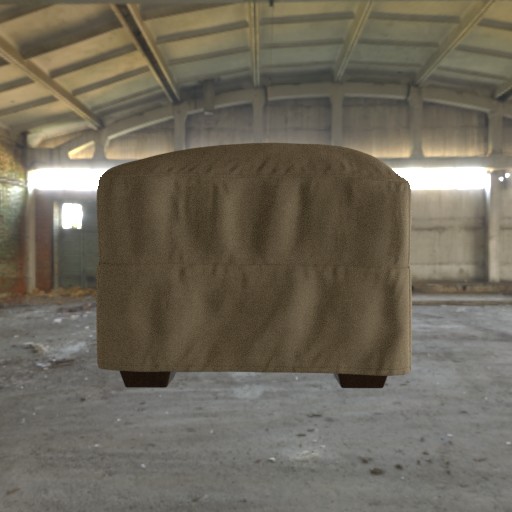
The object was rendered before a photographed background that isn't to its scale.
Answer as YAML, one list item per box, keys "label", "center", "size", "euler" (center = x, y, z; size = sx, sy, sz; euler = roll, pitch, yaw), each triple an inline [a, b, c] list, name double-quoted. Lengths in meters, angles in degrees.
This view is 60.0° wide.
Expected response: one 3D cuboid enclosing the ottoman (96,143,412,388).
- label: "ottoman"
  center: [0.000, 0.000, 1.091]
  size: [0.584, 0.480, 0.712]
  euler: [0, 0, 1]
